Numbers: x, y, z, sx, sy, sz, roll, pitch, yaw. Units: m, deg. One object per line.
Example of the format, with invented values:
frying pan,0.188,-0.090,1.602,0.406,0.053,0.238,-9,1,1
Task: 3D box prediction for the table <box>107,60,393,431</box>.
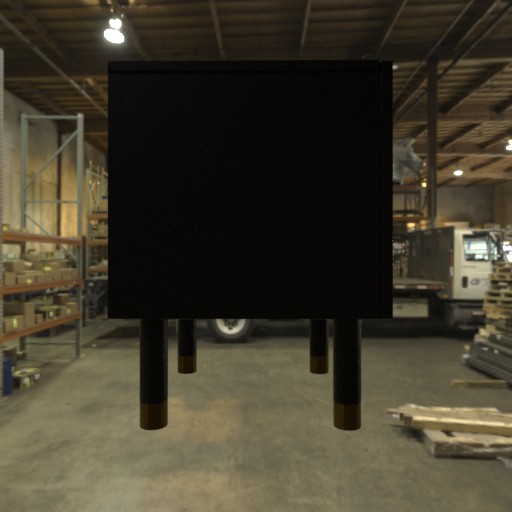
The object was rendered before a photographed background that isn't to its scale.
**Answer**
table,0.000,0.000,0.943,0.441,0.584,0.564,0,0,0
